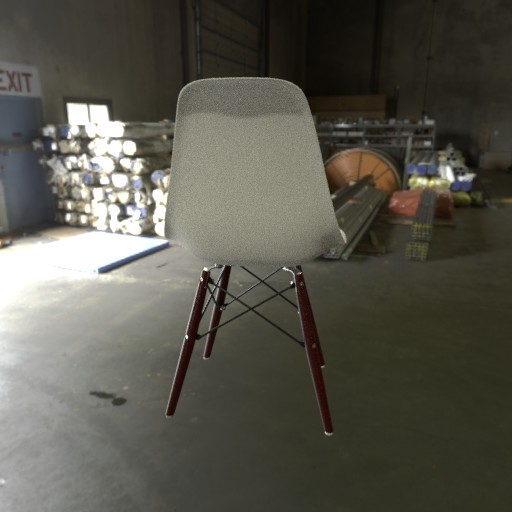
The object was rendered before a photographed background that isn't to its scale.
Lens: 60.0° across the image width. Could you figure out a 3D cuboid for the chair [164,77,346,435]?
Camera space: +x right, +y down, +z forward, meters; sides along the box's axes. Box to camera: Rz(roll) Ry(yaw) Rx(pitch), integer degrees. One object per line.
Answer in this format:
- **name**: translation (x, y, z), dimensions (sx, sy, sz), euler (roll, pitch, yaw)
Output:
- **chair**: translation (0.000, 0.000, 1.169), dimensions (0.470, 0.826, 0.533), euler (2, 16, 7)
